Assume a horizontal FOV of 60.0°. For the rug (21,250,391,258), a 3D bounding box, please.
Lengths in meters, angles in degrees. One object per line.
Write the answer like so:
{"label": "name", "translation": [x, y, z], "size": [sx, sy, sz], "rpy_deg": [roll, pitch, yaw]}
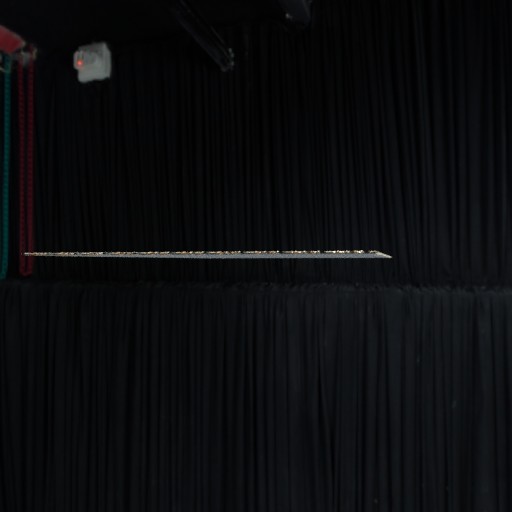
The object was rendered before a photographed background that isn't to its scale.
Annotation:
{"label": "rug", "translation": [0.000, 0.000, 2.246], "size": [1.278, 0.009, 1.726], "rpy_deg": [0, -1, 18]}
